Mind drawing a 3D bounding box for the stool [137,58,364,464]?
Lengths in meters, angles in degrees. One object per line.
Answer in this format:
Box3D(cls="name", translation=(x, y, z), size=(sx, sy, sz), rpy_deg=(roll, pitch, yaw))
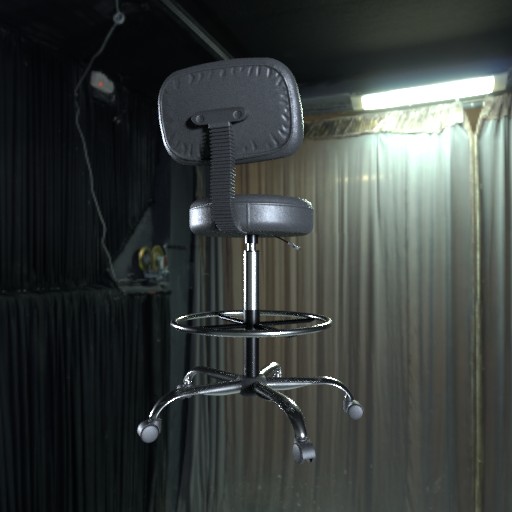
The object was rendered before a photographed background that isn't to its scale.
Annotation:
Box3D(cls="stool", translation=(0.000, 0.000, 1.492), size=(0.694, 1.069, 0.658), rpy_deg=(0, -1, 18))
